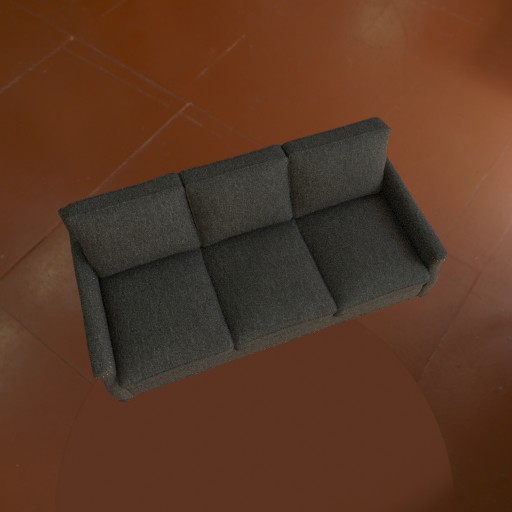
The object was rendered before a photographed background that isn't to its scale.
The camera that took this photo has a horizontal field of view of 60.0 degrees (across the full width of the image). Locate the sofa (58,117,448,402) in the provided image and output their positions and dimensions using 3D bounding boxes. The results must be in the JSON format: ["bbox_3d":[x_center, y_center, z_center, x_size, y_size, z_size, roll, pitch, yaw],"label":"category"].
[{"bbox_3d":[0.000,0.000,2.910,2.246,1.003,1.084,-18,65,-8],"label":"sofa"}]
